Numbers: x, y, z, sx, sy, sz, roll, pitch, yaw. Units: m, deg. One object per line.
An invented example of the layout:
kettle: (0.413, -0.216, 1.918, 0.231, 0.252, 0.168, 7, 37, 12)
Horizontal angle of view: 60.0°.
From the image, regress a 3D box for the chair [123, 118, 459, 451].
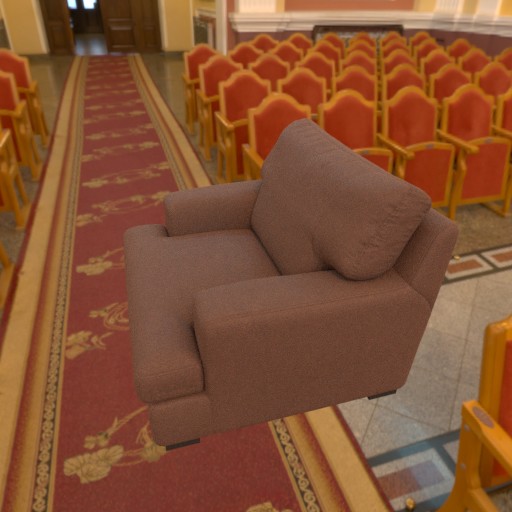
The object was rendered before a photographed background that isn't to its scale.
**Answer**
chair: (0.000, 0.000, 1.972, 1.143, 0.940, 1.168, -9, 32, -14)
